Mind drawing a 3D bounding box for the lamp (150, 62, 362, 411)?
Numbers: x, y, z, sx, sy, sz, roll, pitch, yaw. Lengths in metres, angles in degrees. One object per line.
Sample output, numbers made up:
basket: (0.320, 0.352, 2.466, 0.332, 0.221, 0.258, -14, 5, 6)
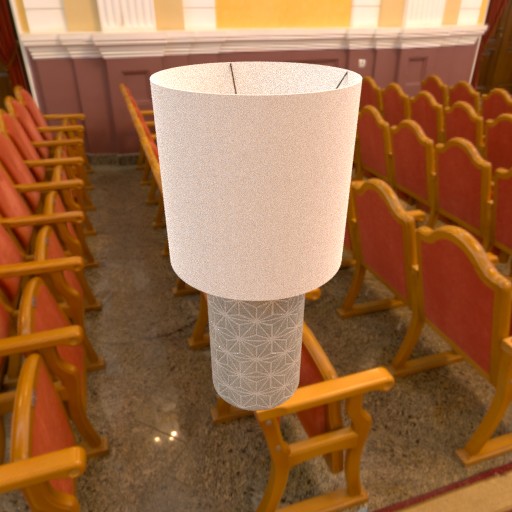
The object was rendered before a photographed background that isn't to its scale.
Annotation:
lamp: (0.000, 0.000, 0.544, 0.206, 0.416, 0.206, -10, 32, -16)
